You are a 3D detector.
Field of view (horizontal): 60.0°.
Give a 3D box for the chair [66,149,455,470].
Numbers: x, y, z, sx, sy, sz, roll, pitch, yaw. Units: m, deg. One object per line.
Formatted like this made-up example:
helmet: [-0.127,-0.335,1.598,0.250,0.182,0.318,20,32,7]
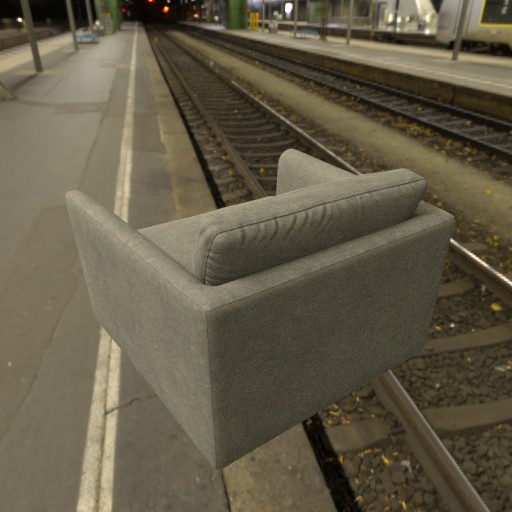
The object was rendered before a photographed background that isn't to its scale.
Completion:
chair: [0.000,0.000,1.844,1.190,0.845,1.091,-18,34,-30]
